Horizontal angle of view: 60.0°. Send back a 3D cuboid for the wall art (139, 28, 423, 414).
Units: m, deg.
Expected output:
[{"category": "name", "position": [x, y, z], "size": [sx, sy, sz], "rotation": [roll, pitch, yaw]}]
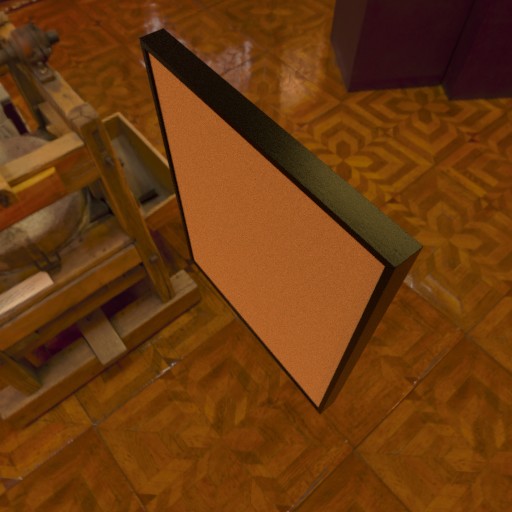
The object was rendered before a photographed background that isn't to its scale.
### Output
[{"category": "wall art", "position": [0.000, 0.000, 0.729], "size": [0.039, 0.553, 0.451], "rotation": [-34, 63, -19]}]
